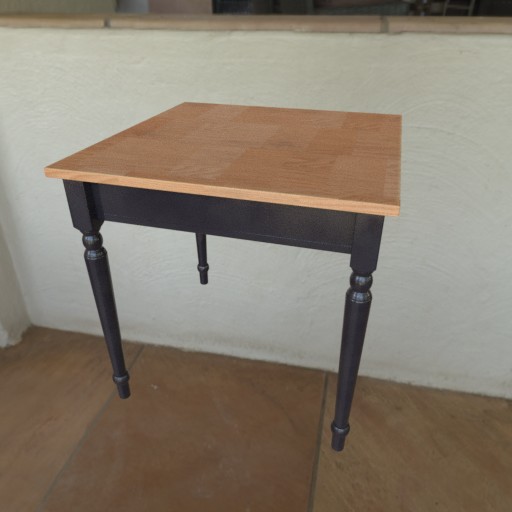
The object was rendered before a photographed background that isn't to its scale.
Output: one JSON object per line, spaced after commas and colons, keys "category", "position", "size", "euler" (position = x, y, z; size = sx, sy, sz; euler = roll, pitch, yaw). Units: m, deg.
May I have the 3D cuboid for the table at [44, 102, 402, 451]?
{"category": "table", "position": [0.000, 0.000, 1.368], "size": [0.747, 0.738, 0.747], "euler": [8, 31, 14]}
